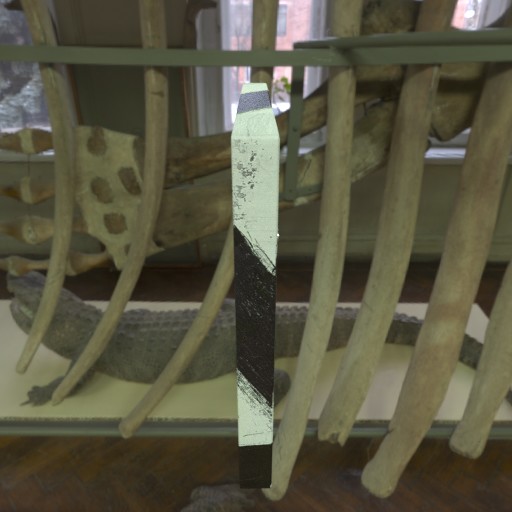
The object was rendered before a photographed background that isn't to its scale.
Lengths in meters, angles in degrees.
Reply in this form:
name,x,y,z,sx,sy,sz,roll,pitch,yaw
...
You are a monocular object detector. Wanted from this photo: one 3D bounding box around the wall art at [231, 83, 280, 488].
name,x,y,z,sx,sy,sz,roll,pitch,yaw
wall art,0.000,0.000,0.758,0.050,0.508,0.507,0,27,0
